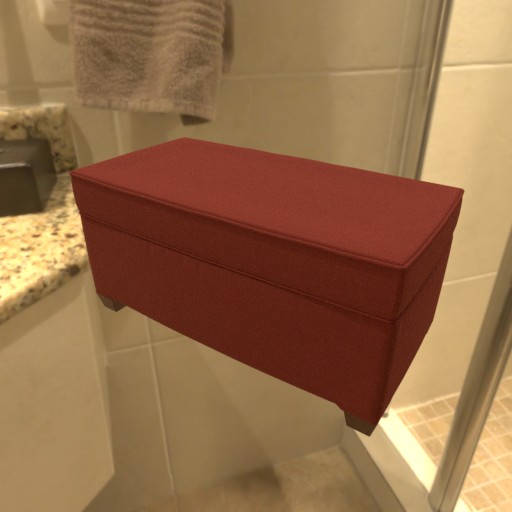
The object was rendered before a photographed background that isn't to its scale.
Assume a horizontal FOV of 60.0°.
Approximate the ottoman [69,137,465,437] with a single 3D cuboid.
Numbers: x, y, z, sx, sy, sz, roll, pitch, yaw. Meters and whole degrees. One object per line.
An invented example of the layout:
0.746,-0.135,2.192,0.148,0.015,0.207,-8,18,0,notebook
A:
0.000,0.000,1.249,0.948,0.454,0.497,18,34,29,ottoman
